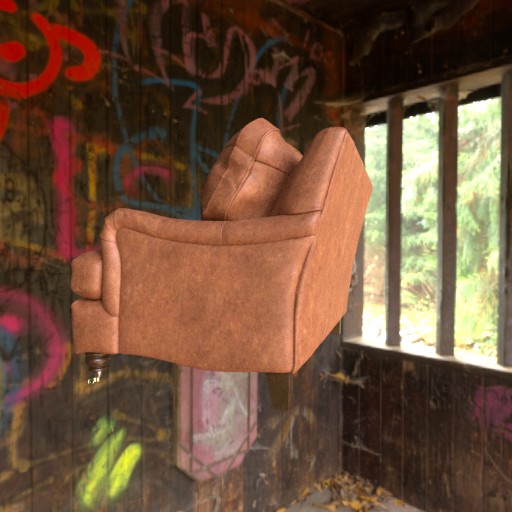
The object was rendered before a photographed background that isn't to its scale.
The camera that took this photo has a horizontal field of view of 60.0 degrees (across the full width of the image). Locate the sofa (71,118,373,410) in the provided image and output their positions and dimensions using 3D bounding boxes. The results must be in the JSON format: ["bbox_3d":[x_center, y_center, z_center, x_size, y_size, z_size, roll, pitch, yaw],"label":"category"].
[{"bbox_3d":[0.000,0.000,2.241,1.077,1.004,1.527,0,1,18],"label":"sofa"}]
